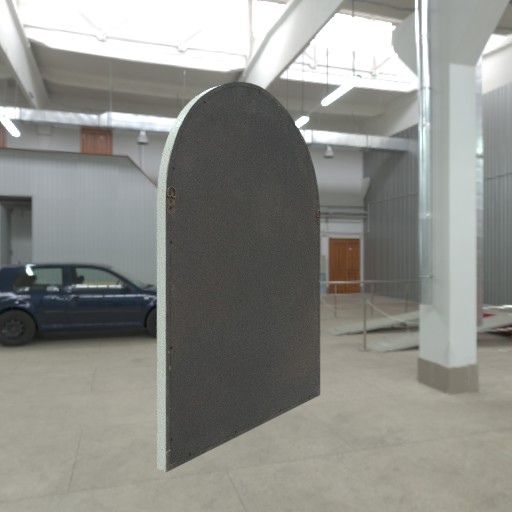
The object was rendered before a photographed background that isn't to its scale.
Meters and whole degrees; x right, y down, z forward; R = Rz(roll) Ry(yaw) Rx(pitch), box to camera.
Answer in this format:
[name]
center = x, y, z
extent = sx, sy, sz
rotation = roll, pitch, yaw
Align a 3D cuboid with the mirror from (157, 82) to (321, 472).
[mirror]
center = 0.000, 0.000, 1.211
extent = 0.032, 0.920, 0.660
rotation = 0, 0, 38
